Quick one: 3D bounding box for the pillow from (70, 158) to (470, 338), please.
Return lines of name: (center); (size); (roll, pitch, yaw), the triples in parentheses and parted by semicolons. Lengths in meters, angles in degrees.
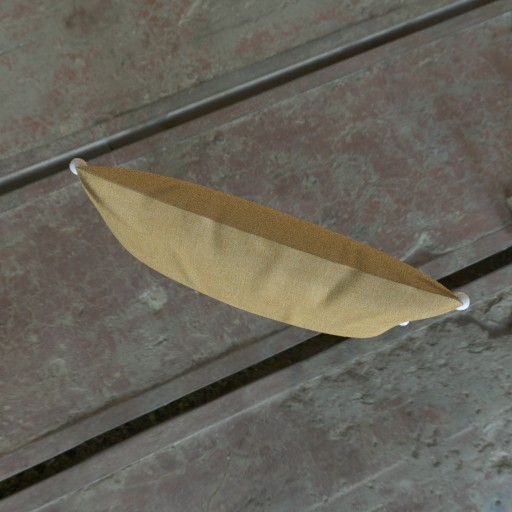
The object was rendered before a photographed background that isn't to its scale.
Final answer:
pillow: (0.000, 0.000, 0.847); (0.709, 0.322, 0.201); (20, 77, 5)
